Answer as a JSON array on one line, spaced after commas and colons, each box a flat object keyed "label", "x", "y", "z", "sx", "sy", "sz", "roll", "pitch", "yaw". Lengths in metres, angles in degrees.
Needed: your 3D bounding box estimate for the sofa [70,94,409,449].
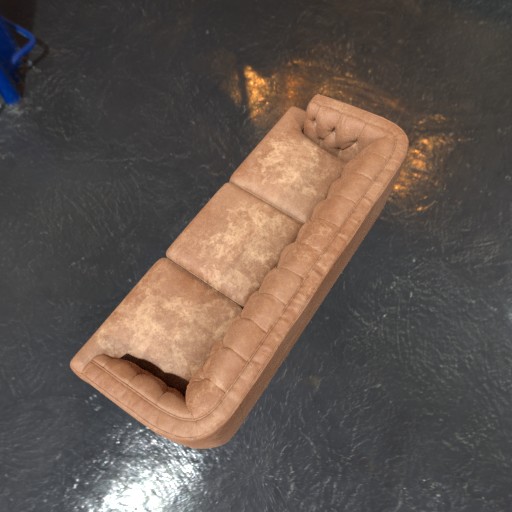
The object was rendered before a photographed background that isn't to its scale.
[{"label": "sofa", "x": 0.000, "y": 0.000, "z": 2.685, "sx": 0.922, "sy": 0.791, "sz": 2.257, "roll": 32, "pitch": 68, "yaw": 14}]
